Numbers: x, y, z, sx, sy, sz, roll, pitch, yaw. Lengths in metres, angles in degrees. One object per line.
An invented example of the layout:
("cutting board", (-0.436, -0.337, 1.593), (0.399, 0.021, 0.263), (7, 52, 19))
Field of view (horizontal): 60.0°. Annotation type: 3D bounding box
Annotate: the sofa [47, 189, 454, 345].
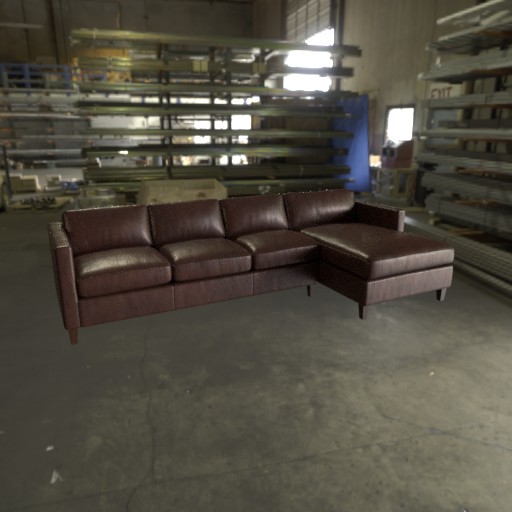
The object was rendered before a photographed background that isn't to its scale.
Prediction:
("sofa", (0.000, 0.000, 3.891), (3.203, 0.883, 1.581), (-8, 18, -26))
